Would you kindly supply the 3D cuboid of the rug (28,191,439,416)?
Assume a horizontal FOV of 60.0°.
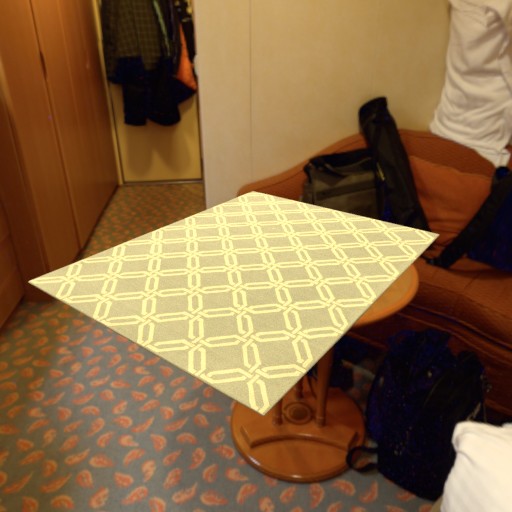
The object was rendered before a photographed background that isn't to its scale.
[{"bbox_3d":[0.000,0.000,3.887,2.288,0.018,2.895,18,31,33],"label":"rug"}]
